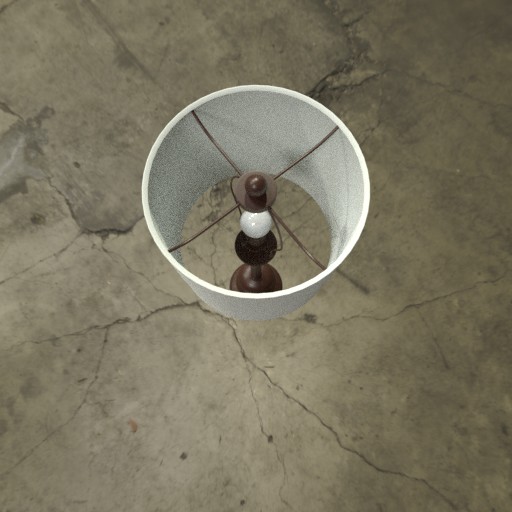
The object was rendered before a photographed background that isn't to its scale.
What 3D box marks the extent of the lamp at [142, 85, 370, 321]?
[{"bbox_3d":[0.000,0.000,0.814,0.254,0.690,0.254,-37,79,-8],"label":"lamp"}]
